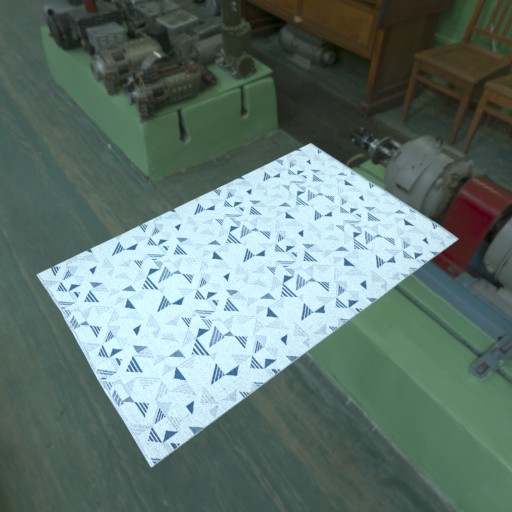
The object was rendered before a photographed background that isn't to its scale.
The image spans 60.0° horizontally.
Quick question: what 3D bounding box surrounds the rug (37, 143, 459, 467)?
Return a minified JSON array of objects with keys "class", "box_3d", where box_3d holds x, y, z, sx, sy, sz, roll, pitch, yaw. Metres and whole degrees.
[{"class":"rug","box_3d":[0.000,0.000,3.000,2.457,0.009,1.512,-30,54,-25]}]
